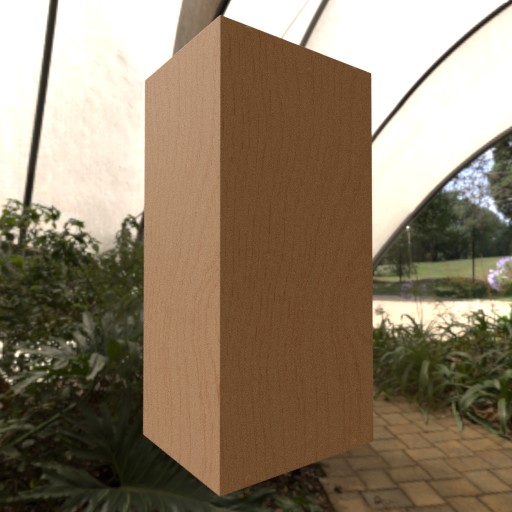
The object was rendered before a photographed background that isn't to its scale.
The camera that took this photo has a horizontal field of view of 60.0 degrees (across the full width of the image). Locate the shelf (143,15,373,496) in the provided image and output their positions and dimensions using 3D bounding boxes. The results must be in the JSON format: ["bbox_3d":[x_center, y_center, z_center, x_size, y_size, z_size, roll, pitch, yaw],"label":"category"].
[{"bbox_3d":[0.000,0.000,0.737,0.290,0.600,0.250,1,-1,-36],"label":"shelf"}]
